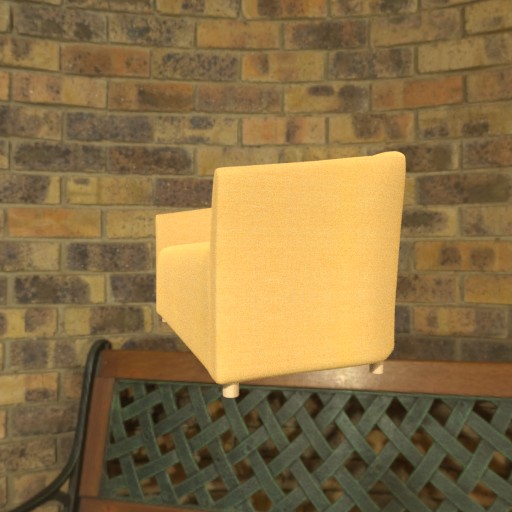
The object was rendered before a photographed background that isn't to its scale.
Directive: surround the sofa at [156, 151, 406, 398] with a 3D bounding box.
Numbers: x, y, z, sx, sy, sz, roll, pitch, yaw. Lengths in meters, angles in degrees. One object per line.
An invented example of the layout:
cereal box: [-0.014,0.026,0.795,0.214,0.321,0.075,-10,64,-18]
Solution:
sofa: [0.000,0.000,1.880,0.705,0.721,1.452,0,0,-19]
